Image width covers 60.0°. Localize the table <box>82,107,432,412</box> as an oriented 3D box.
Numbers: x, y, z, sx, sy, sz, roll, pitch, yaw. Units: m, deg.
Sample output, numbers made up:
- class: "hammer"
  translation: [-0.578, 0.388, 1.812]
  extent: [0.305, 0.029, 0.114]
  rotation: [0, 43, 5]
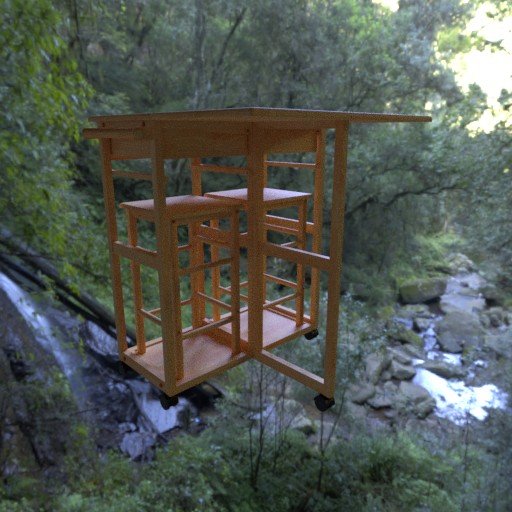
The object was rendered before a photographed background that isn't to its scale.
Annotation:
- class: "table"
  translation: [0.000, 0.000, 1.380]
  extent: [0.752, 0.832, 0.693]
  rotation: [-14, 21, -42]
